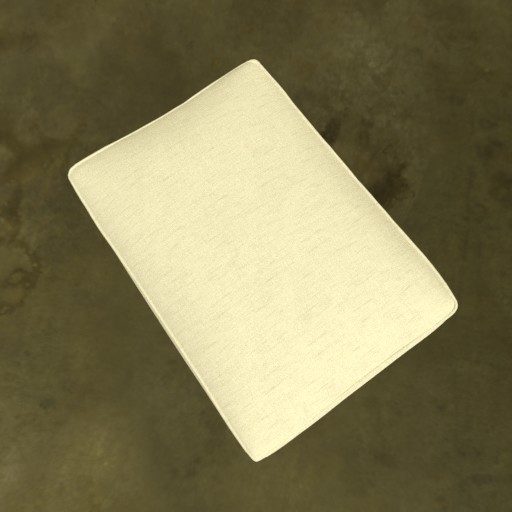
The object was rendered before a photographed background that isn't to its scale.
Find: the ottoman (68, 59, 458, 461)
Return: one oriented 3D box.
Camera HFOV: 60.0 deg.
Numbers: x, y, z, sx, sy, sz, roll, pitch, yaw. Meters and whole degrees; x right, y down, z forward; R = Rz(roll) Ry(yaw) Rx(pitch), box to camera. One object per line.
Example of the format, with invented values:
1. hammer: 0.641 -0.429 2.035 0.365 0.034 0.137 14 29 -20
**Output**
1. ottoman: 0.000 0.000 0.967 0.501 0.406 0.665 -34 77 -9
